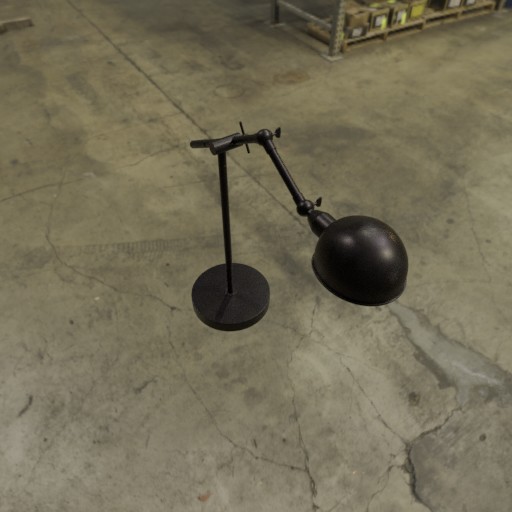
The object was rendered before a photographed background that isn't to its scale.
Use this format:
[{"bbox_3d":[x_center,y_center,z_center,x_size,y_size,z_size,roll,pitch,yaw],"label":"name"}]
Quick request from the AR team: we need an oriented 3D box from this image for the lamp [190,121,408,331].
[{"bbox_3d":[0.000,0.000,0.825,0.185,0.495,0.567,-25,51,-22],"label":"lamp"}]
